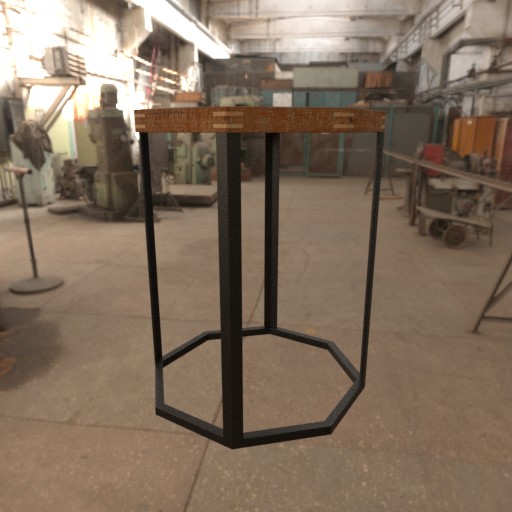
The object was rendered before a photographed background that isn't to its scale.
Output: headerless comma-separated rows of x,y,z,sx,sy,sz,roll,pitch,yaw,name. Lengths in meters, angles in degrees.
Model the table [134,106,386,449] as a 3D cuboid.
0.000,0.000,0.882,0.458,0.543,0.458,3,16,10,table
